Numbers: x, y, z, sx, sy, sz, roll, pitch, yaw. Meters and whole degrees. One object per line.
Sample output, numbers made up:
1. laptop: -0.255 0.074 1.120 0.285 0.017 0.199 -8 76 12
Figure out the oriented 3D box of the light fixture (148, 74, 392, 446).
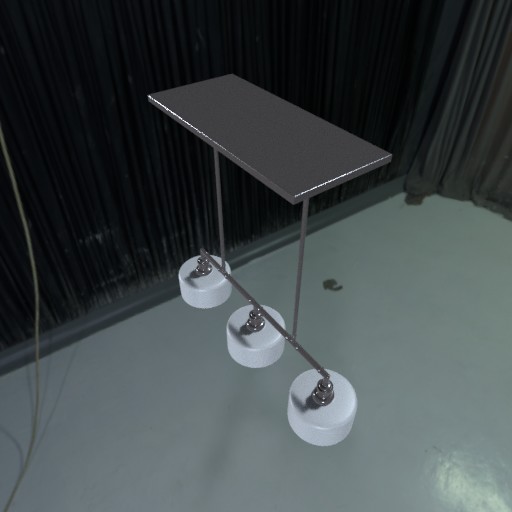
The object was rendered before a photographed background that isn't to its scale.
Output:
1. light fixture: 0.000 0.000 0.871 0.177 0.557 0.582 -26 47 -26
